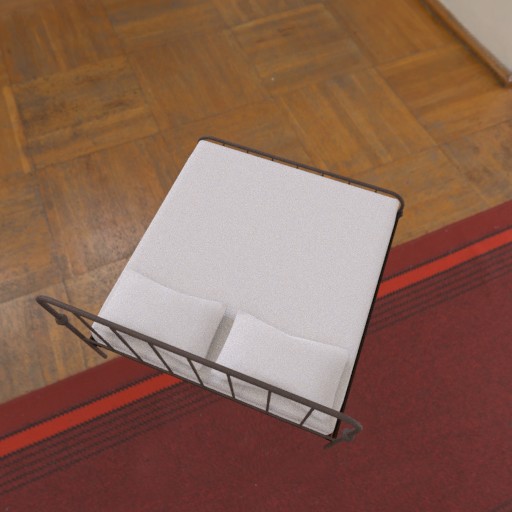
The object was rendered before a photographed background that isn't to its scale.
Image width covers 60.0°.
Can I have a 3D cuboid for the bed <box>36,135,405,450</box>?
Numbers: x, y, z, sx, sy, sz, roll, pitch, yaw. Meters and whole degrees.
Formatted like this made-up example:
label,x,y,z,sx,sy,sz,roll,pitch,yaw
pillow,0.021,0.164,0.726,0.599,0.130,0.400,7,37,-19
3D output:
label,x,y,z,sx,sy,sz,roll,pitch,yaw
bed,0.000,0.000,3.435,2.044,1.446,2.134,19,64,10
